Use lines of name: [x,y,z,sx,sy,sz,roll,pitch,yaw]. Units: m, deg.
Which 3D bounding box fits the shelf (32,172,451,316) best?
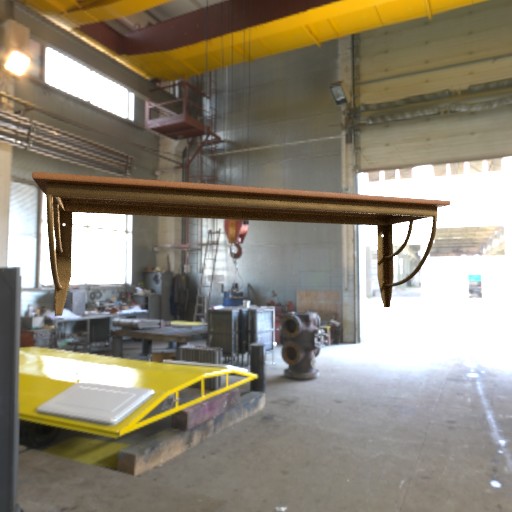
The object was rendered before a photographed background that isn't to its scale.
shelf: [0.000,0.000,0.720,0.636,0.190,0.166,1,-3,-18]
